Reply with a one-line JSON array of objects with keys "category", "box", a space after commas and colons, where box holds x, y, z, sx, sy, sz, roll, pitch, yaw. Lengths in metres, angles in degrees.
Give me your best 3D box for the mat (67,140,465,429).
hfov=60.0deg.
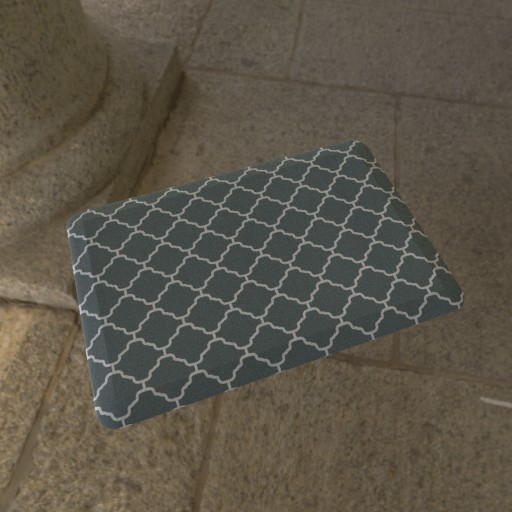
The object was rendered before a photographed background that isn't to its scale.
[{"category": "mat", "box": [0.000, 0.000, 0.963, 0.762, 0.021, 0.508, -17, 60, -10]}]
